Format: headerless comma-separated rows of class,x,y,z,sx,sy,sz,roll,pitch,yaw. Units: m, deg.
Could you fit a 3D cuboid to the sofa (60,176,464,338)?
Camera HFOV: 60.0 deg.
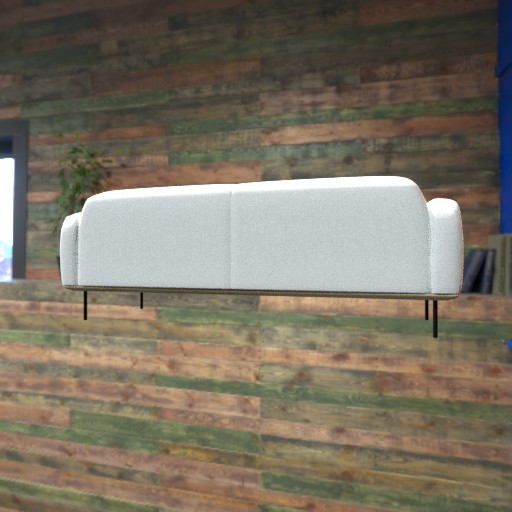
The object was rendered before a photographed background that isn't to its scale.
sofa,0.000,0.000,2.693,2.280,0.780,0.870,0,0,18
